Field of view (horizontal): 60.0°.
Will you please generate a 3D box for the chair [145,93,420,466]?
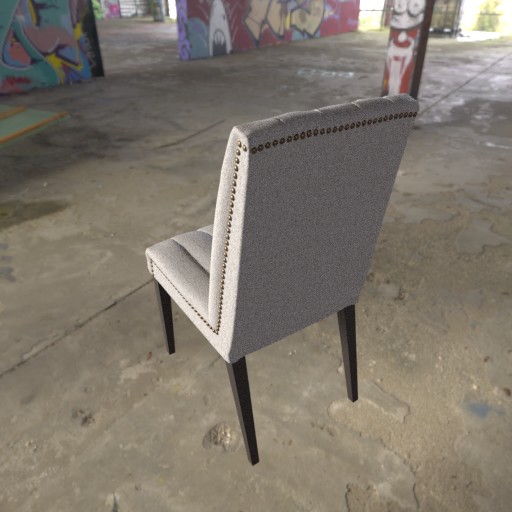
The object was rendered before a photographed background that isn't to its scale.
[{"bbox_3d":[0.000,0.000,1.375,0.511,1.016,0.647,-20,37,-29],"label":"chair"}]
